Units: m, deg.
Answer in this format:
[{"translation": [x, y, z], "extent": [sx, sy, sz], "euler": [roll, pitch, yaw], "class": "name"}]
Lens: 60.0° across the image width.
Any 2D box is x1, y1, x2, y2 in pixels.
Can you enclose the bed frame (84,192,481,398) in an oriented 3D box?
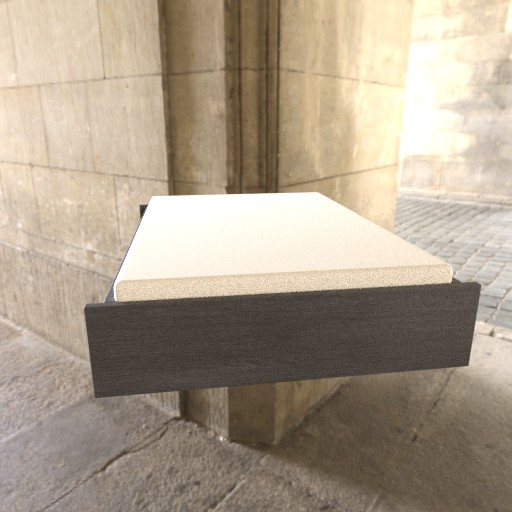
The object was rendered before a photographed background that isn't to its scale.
[{"translation": [0.000, 0.000, 2.590], "extent": [1.490, 0.432, 1.950], "euler": [-3, 17, -8], "class": "bed frame"}]
